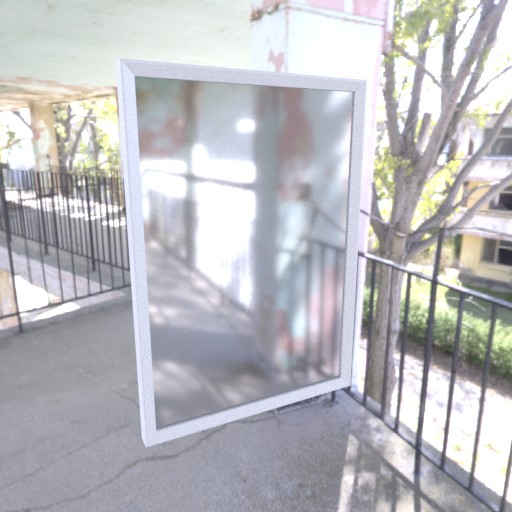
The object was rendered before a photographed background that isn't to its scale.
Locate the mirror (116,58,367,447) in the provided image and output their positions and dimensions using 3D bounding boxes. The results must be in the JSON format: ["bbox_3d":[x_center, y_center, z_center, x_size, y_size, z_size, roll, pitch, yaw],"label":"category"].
[{"bbox_3d":[0.000,0.000,0.916,0.507,0.710,0.039,-7,15,-27],"label":"mirror"}]
